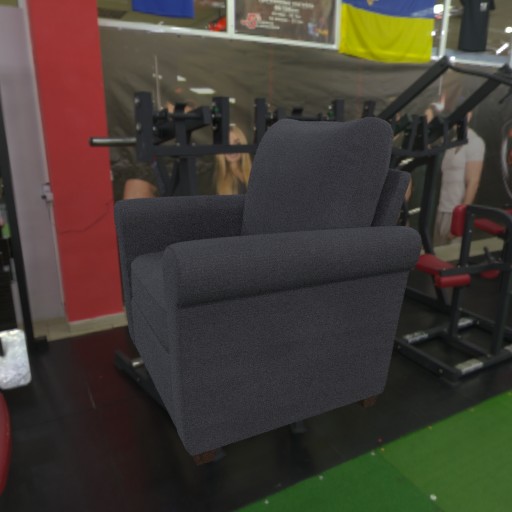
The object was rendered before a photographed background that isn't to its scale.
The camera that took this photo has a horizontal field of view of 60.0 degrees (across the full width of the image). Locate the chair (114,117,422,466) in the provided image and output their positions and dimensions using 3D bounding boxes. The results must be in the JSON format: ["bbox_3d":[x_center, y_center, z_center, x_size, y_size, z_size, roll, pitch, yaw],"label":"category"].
[{"bbox_3d":[0.000,0.000,1.578,0.828,0.942,0.867,-8,18,-25],"label":"chair"}]
